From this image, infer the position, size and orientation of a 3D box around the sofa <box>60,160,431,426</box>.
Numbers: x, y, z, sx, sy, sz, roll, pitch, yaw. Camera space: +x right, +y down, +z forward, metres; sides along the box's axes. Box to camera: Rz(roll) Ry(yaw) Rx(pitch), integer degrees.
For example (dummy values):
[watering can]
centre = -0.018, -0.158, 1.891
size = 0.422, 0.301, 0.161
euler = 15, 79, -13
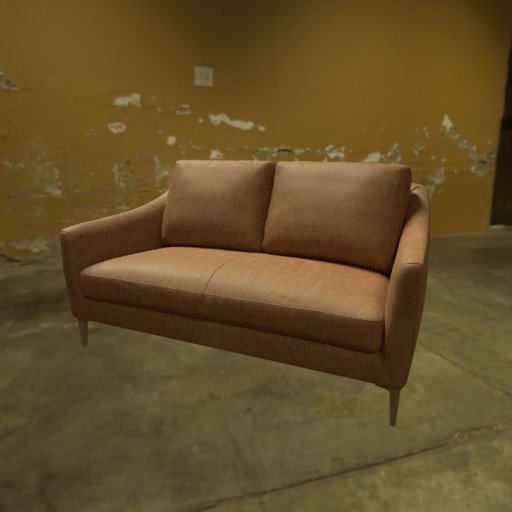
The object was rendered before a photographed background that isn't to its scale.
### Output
[sofa]
centre = 0.000, 0.000, 2.160
size = 1.619, 0.902, 0.960
euler = 6, 15, 26
